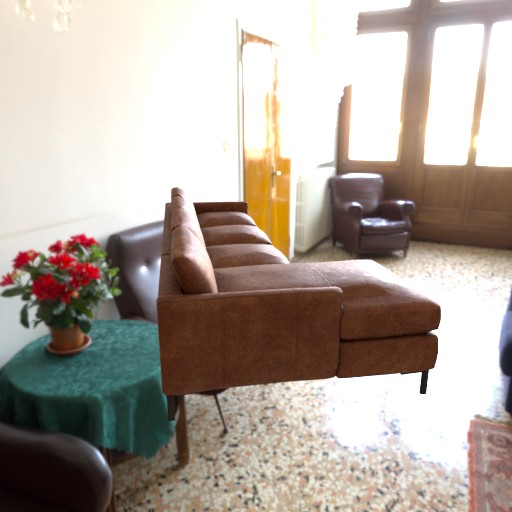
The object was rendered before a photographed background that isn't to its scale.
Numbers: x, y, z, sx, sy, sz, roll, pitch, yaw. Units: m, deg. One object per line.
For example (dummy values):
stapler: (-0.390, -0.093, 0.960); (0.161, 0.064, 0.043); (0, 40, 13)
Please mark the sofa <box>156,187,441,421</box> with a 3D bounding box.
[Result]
sofa: (0.000, 0.000, 3.598); (1.471, 0.859, 2.993); (-3, 16, -10)
